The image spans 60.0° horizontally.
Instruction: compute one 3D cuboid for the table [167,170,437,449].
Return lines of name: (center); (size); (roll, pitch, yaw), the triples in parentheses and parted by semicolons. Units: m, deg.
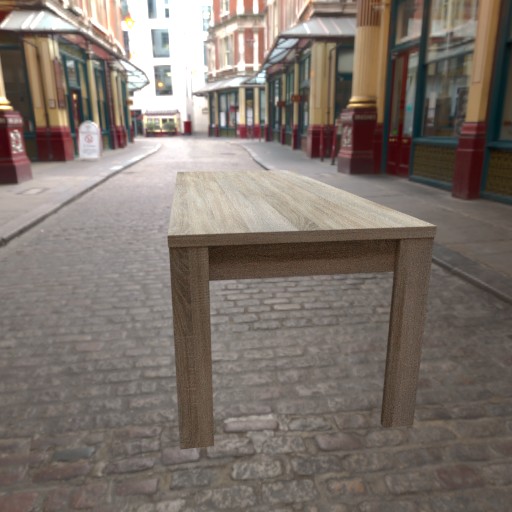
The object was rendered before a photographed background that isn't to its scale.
table: (0.000, 0.000, 2.592); (0.900, 0.790, 2.200); (-2, 16, -9)
